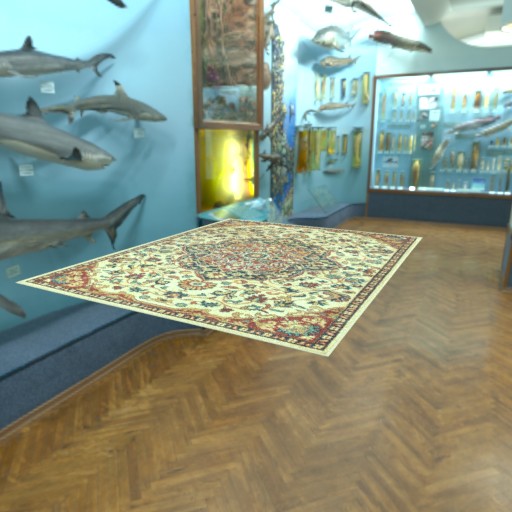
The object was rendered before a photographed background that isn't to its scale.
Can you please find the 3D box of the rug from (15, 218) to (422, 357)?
[{"bbox_3d":[0.000,0.000,4.063,2.454,0.005,3.067,8,17,27],"label":"rug"}]
